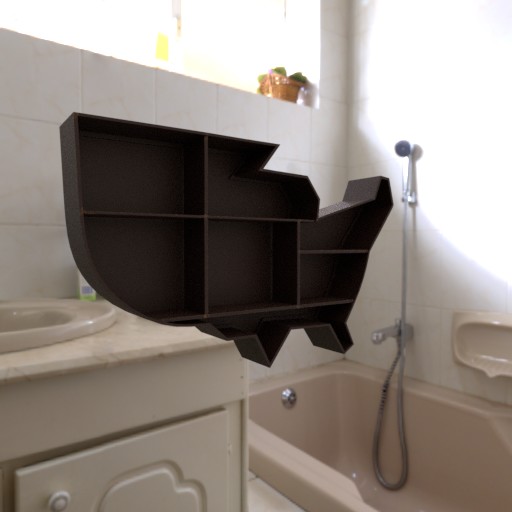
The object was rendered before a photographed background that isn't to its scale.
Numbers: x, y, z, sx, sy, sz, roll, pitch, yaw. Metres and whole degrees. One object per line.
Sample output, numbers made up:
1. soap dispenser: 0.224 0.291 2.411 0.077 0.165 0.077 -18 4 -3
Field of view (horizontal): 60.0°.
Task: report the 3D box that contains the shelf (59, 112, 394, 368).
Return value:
1. shelf: 0.000 0.000 0.910 0.729 0.439 0.112 -1 2 -35
